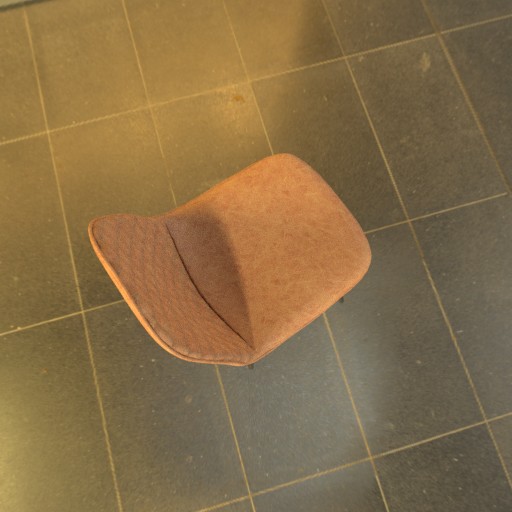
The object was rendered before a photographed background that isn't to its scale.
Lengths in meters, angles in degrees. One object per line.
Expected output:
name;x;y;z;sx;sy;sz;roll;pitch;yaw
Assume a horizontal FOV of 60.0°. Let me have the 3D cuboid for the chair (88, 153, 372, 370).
chair;0.000;0.000;1.191;0.561;0.889;0.472;-35;79;-8
